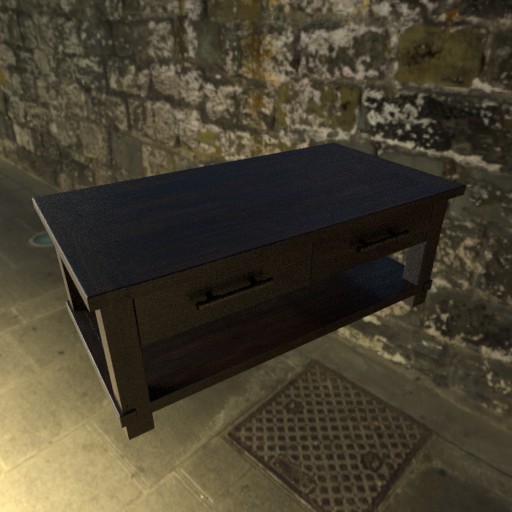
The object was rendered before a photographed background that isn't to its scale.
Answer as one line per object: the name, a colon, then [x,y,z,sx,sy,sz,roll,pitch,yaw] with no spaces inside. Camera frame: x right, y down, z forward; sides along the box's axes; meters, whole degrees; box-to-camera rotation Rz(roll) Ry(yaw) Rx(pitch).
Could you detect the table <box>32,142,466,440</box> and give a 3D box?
table: [0.000,0.000,1.585,1.270,0.494,0.700,-17,33,-28]
